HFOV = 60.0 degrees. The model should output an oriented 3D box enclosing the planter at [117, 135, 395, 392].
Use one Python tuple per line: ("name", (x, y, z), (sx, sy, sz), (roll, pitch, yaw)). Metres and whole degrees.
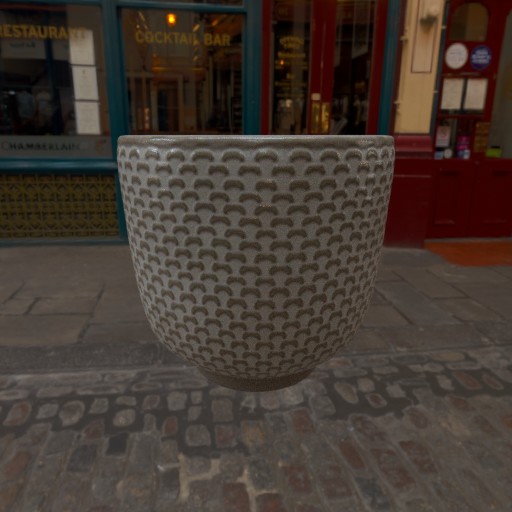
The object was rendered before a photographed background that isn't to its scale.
("planter", (0.000, 0.000, 0.305), (0.173, 0.160, 0.173), (0, 15, 0))
